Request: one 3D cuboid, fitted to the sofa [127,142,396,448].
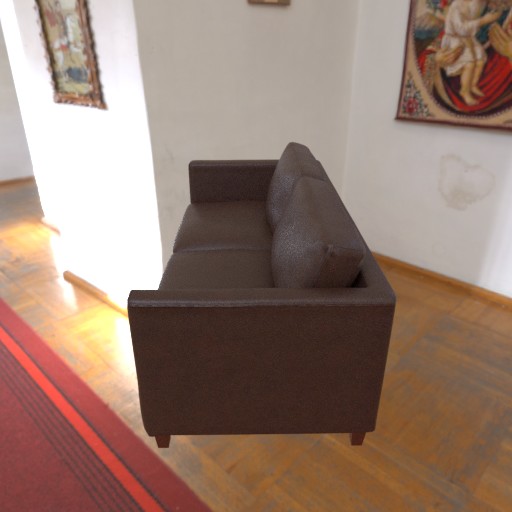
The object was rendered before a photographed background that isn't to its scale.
[{"bbox_3d":[0.000,0.000,2.435,0.951,0.933,1.883,0,26,-1],"label":"sofa"}]
